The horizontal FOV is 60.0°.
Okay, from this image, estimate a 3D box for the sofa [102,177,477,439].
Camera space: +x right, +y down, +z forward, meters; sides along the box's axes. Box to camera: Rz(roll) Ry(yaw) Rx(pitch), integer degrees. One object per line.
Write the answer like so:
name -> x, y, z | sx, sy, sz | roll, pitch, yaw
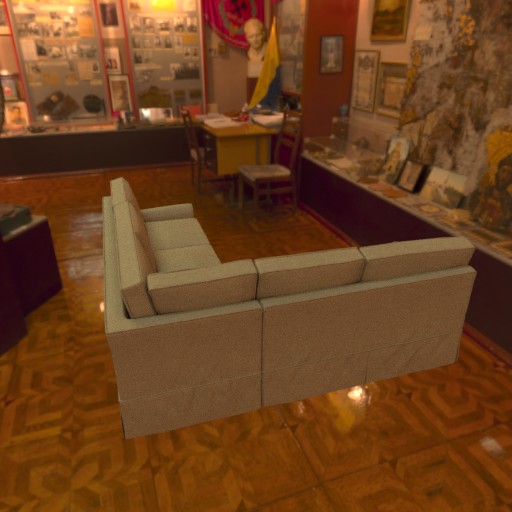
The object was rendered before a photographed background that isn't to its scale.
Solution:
sofa -> 0.000, 0.000, 4.094 | 2.618, 1.081, 2.623 | -8, 27, -16
